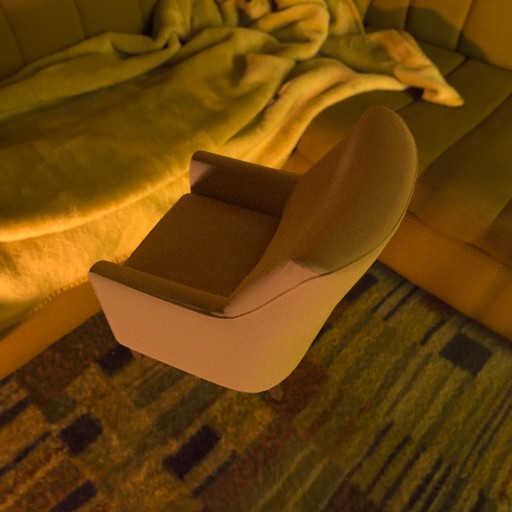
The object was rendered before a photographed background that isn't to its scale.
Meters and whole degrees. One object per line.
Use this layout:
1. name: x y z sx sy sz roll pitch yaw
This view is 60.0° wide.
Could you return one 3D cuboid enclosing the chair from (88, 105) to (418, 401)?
1. chair: 0.000 0.000 1.577 0.879 0.916 0.756 17 50 15
